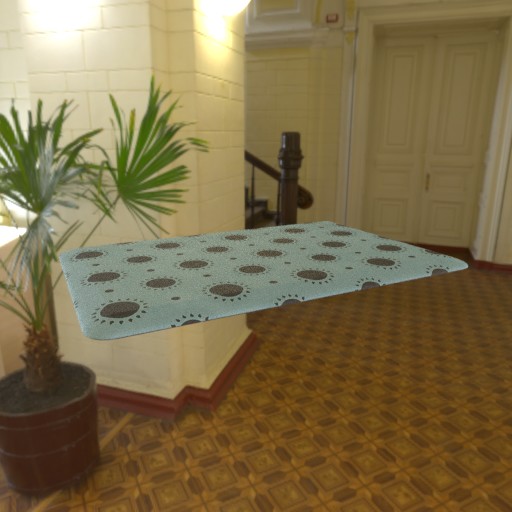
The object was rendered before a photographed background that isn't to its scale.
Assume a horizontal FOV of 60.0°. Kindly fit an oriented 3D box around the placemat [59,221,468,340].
[{"bbox_3d":[0.000,0.000,0.963,0.762,0.021,0.508,-8,18,-26],"label":"placemat"}]
